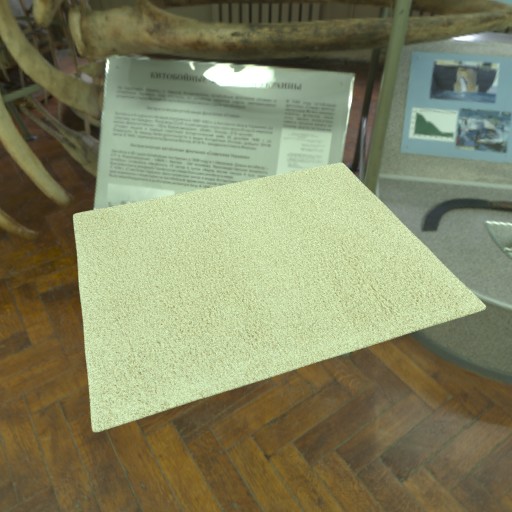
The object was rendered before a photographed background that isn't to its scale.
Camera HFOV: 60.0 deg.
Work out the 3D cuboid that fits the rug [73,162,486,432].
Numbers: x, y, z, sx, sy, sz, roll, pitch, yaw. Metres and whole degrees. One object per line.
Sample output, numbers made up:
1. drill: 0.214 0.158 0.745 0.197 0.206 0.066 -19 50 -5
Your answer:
1. rug: 0.000 0.000 4.001 3.047 0.029 2.438 -13 43 -15
